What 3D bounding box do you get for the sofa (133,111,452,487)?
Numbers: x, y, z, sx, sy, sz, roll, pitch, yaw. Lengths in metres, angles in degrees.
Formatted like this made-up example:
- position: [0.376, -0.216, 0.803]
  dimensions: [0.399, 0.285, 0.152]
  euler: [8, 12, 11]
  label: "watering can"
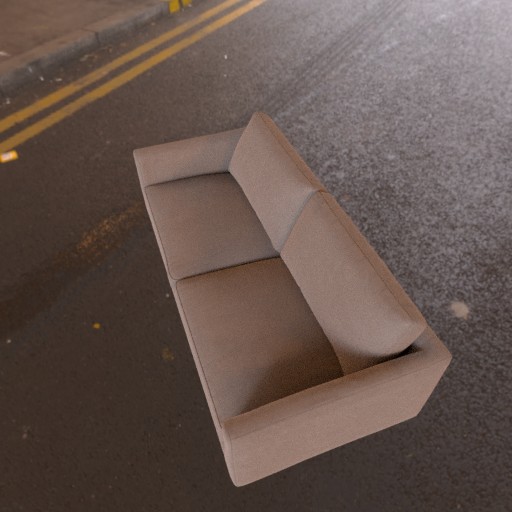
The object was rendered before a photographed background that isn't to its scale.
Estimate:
- position: [0.000, 0.000, 2.756]
  dimensions: [1.090, 0.838, 2.588]
  euler: [-15, 48, -14]
  label: "sofa"
